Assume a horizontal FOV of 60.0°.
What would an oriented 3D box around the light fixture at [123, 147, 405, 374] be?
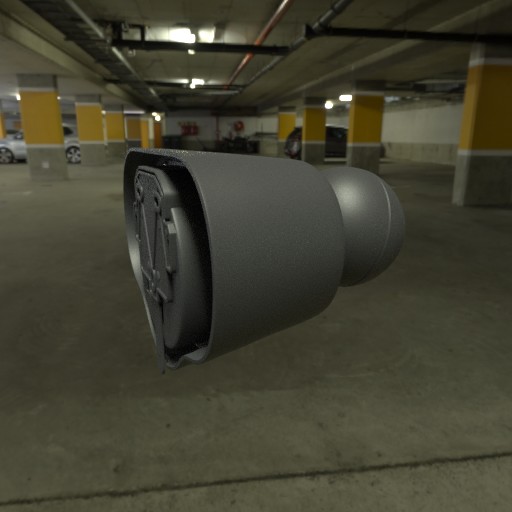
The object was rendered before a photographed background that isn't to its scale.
[{"bbox_3d":[0.000,0.000,0.337,0.159,0.159,0.229,-7,17,-25],"label":"light fixture"}]
